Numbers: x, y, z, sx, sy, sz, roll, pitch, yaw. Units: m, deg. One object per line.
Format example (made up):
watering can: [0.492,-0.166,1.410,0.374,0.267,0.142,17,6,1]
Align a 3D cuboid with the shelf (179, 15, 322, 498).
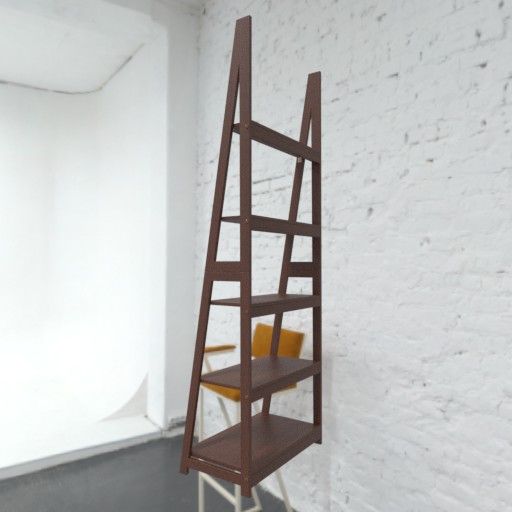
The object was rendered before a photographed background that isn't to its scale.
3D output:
shelf: [0.000,0.000,1.966,0.350,1.770,0.600,-1,-1,35]
